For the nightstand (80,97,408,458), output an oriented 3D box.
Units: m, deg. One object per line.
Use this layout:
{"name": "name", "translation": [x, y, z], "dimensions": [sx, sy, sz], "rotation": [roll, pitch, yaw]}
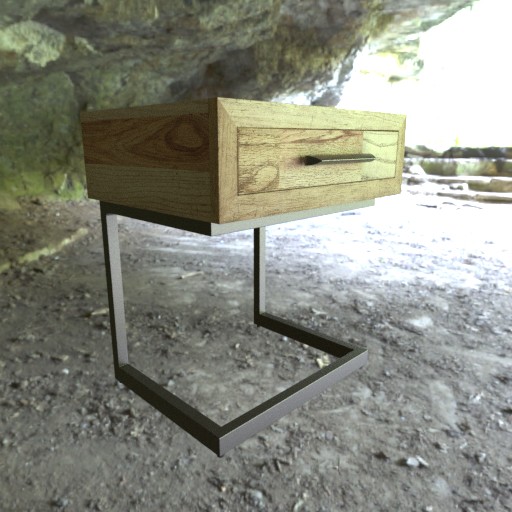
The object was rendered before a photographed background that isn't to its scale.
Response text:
{"name": "nightstand", "translation": [0.000, 0.000, 1.024], "dimensions": [0.558, 0.632, 0.481], "rotation": [-14, 20, -43]}
